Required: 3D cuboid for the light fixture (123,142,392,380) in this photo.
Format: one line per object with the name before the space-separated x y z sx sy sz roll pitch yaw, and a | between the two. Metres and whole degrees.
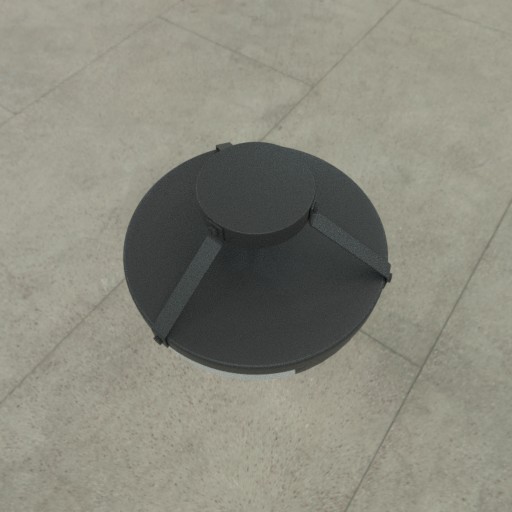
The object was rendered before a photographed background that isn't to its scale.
light fixture | 0.000 0.000 0.544 0.304 0.269 0.304 0 59 0
